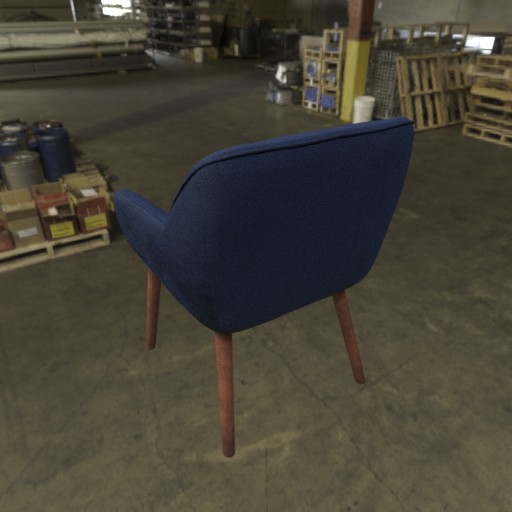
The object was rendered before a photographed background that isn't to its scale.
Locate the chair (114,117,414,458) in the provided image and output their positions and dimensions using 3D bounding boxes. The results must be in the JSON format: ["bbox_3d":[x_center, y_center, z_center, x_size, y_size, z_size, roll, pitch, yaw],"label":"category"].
[{"bbox_3d":[0.000,0.000,1.249,0.600,0.820,0.600,-18,34,-28],"label":"chair"}]
